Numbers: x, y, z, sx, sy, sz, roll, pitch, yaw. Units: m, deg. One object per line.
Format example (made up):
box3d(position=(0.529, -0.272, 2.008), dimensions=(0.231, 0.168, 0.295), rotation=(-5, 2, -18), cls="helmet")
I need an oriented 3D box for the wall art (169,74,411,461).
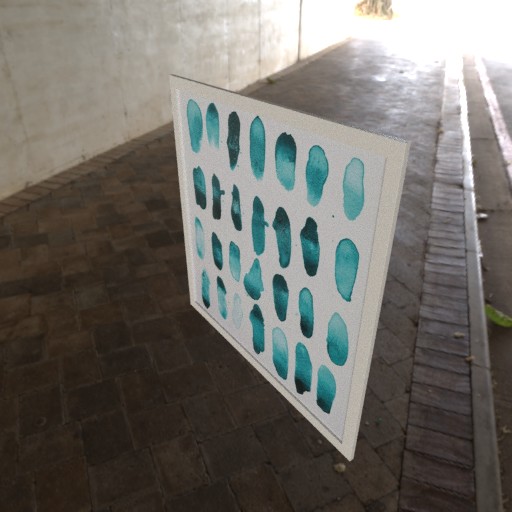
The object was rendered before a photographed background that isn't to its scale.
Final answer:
box3d(position=(0.000, 0.000, 1.191), dimensions=(0.013, 0.813, 0.812), rotation=(-21, 37, -31), cls="wall art")
